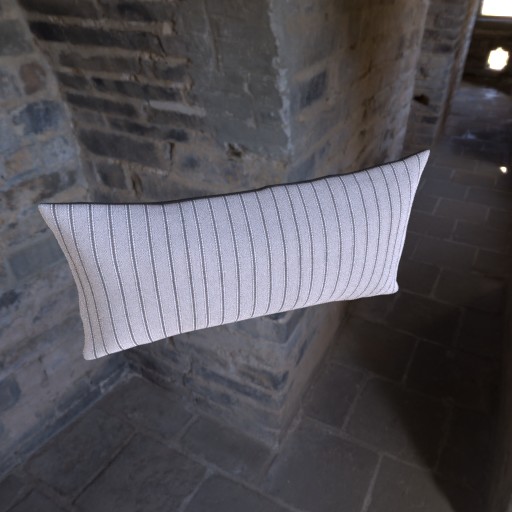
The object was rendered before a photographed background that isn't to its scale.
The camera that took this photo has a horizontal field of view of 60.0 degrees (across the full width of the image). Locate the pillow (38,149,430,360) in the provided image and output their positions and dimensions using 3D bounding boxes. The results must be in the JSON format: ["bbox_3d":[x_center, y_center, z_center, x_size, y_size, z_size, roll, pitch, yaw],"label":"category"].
[{"bbox_3d":[0.000,0.000,0.742,0.609,0.305,0.151,-10,34,-15],"label":"pillow"}]
